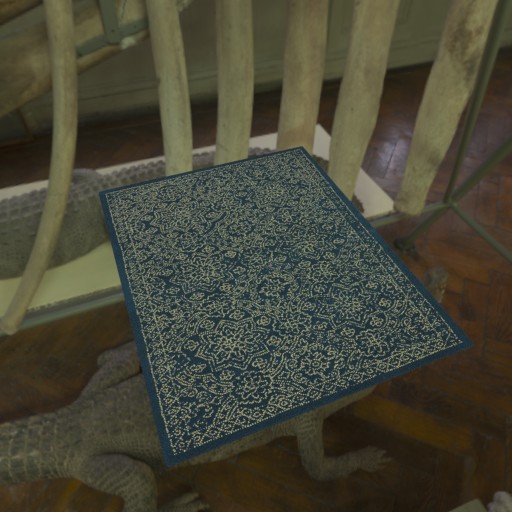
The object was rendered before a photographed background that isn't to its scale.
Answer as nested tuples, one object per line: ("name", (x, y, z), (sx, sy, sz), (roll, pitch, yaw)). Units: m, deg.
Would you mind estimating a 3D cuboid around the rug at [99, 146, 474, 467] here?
("rug", (0.000, 0.000, 4.104), (2.438, 0.010, 3.048), (-16, 48, -15))
